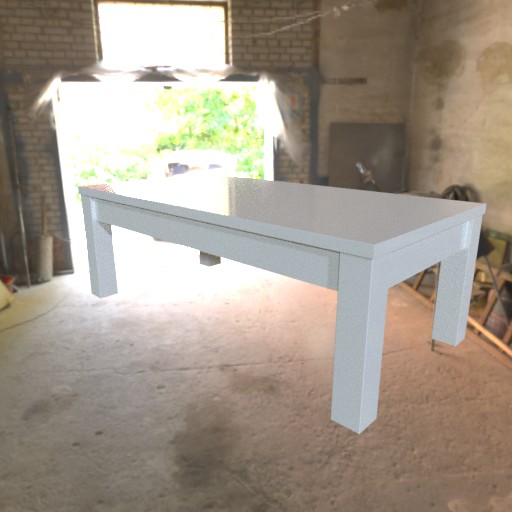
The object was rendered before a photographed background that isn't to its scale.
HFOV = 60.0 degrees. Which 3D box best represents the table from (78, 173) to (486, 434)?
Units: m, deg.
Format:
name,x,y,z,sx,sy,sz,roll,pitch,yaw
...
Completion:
name,x,y,z,sx,sy,sz,roll,pitch,yaw
table,0.000,0.000,1.674,1.350,0.470,0.700,15,22,42
